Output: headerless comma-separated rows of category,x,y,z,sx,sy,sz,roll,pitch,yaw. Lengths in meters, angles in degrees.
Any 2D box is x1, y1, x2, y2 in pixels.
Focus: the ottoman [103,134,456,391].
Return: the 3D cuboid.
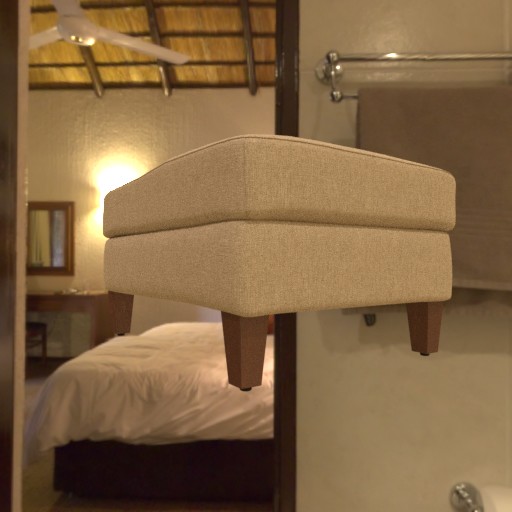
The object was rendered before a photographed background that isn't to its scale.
ottoman,0.000,0.000,1.307,0.677,0.519,0.898,1,-1,-34
